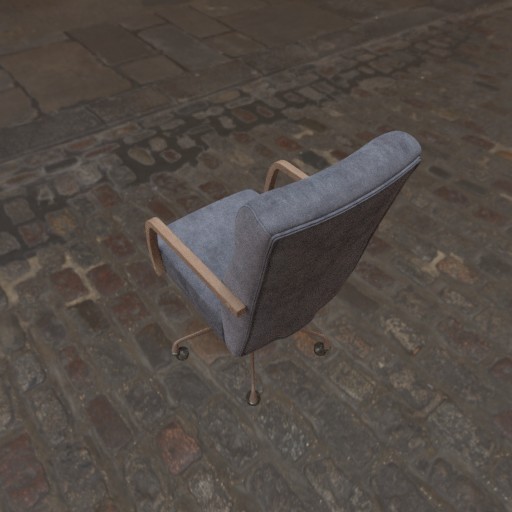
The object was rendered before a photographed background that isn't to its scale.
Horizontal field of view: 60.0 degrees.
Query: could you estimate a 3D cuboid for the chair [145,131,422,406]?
[{"bbox_3d":[0.000,0.000,1.495,0.640,1.029,0.741,-29,52,-26],"label":"chair"}]
